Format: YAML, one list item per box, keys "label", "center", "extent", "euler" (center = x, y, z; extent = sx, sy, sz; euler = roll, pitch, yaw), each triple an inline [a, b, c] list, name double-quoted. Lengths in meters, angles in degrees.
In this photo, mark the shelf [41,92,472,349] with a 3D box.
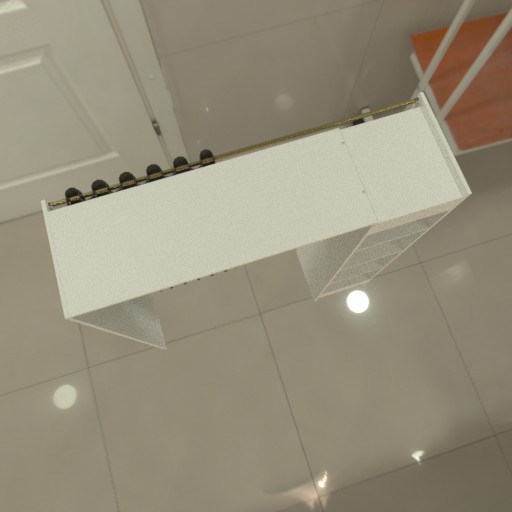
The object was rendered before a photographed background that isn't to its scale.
- label: "shelf"
  center: [0.000, 0.000, 2.587]
  extent: [1.600, 1.810, 0.500]
  euler: [-17, 75, -5]
